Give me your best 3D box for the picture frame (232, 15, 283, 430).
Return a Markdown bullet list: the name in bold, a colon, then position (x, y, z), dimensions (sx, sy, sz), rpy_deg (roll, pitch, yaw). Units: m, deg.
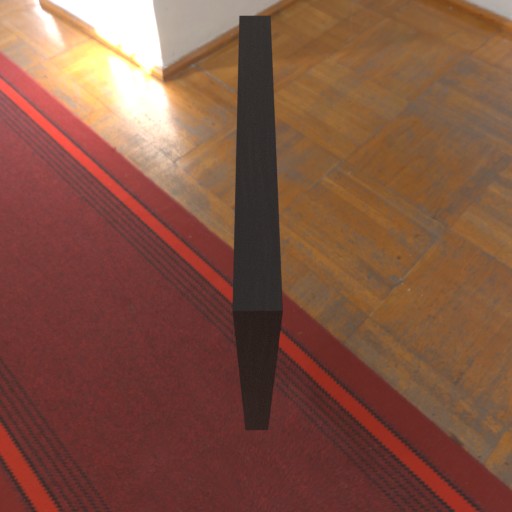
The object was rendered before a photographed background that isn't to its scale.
- **picture frame**: position (0.000, 0.000, 0.742), dimensions (0.044, 0.555, 0.452), rpy_deg (0, 58, 0)
